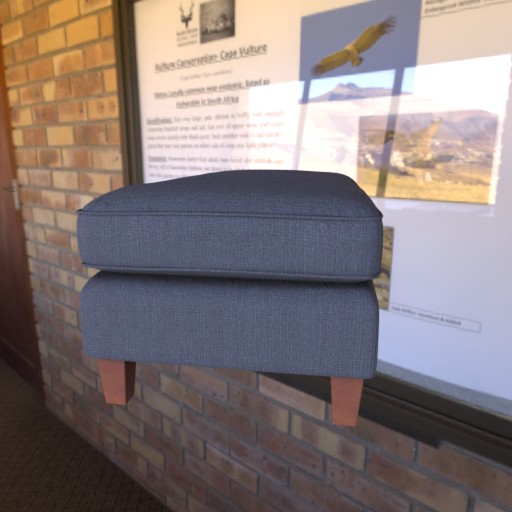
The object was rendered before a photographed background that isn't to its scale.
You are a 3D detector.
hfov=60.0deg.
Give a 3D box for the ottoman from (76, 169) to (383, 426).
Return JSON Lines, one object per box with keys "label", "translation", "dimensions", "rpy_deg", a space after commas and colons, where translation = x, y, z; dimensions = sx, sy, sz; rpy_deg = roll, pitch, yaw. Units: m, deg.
{"label": "ottoman", "translation": [0.000, 0.000, 1.182], "dimensions": [0.570, 0.438, 0.885], "rpy_deg": [2, 13, 9]}
